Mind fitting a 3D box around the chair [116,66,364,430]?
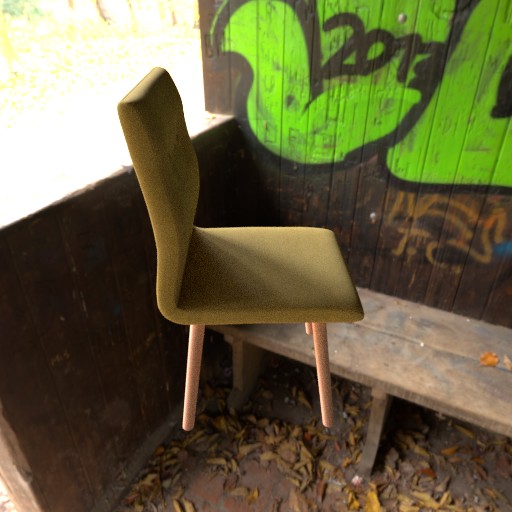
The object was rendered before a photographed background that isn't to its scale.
[{"bbox_3d":[0.000,0.000,1.288,0.550,0.965,0.450,-1,32,-1],"label":"chair"}]
